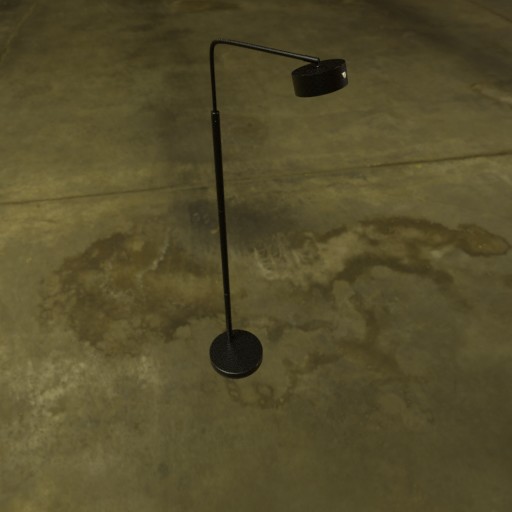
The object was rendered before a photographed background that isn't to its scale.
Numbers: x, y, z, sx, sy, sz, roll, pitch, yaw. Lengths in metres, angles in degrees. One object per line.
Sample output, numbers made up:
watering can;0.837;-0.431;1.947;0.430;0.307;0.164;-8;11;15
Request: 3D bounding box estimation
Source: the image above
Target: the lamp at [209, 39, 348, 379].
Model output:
lamp;0.000;0.000;1.389;0.418;1.230;0.219;25;48;25
